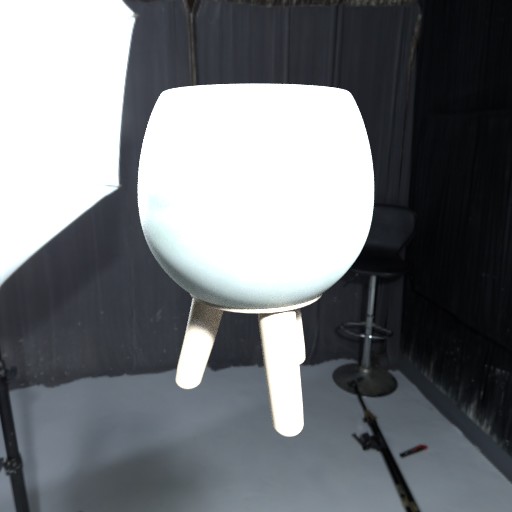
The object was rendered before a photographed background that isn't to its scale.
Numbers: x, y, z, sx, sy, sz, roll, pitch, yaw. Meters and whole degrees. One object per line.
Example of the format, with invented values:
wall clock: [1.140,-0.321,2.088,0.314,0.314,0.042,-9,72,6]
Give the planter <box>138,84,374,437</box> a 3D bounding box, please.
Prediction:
planter: [0.000,0.000,0.325,0.161,0.224,0.161,0,15,0]
